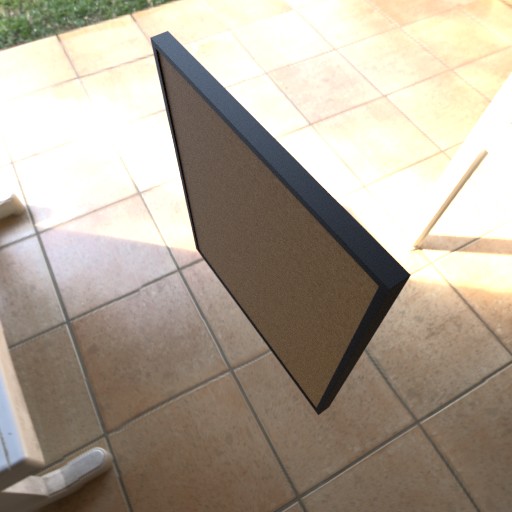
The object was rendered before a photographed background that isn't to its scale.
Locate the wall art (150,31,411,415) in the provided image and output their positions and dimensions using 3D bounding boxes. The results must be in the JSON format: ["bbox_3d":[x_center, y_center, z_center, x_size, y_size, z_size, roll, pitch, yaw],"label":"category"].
[{"bbox_3d":[0.000,0.000,0.522,0.019,0.381,0.330,-31,63,-17],"label":"wall art"}]
